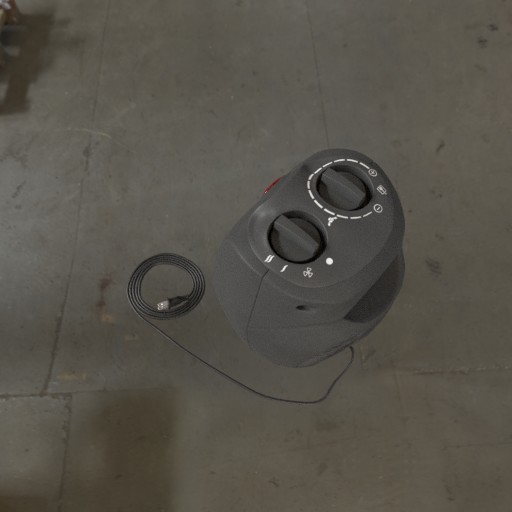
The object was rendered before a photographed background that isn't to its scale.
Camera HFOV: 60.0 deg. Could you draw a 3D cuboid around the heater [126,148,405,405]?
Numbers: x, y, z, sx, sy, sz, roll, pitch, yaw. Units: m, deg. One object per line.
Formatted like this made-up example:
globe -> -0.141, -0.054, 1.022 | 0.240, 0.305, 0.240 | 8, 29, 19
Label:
heater -> 0.000, 0.000, 0.467 | 0.291, 0.240, 0.239 | 39, 70, 17
